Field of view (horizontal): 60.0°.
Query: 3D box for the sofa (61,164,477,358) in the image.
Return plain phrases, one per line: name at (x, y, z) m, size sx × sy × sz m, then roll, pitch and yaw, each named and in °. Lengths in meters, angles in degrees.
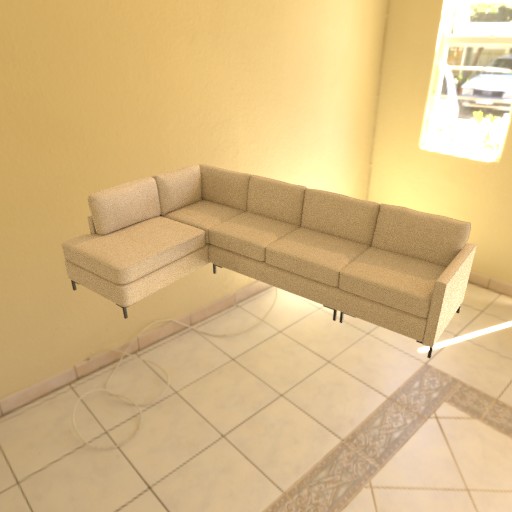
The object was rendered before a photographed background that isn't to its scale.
sofa at (0.000, 0.000, 4.235) m, size 3.384 × 0.996 × 2.048 m, roll 19°, pitch 32°, yaw 33°
